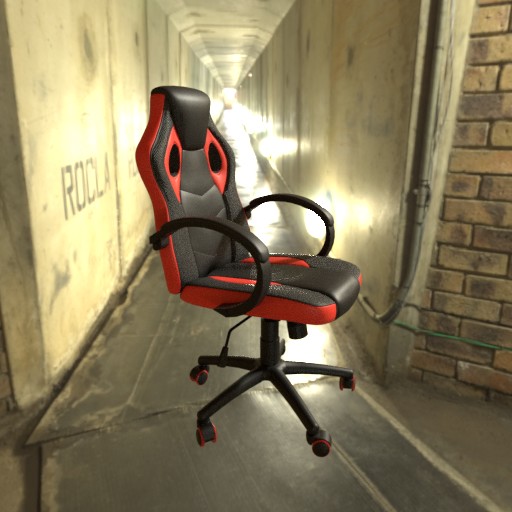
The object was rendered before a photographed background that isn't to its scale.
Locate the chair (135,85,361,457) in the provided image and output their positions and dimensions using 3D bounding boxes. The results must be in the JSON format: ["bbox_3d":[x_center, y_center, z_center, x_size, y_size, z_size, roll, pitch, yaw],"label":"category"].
[{"bbox_3d":[0.000,0.000,1.381,0.642,1.016,0.600,8,18,27],"label":"chair"}]
